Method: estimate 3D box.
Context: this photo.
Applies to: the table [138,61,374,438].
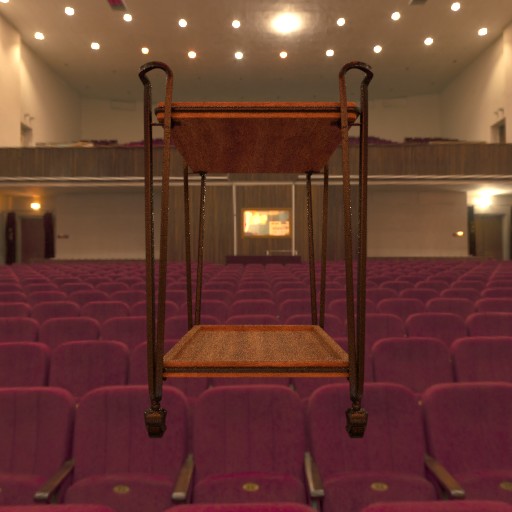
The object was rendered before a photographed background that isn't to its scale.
[{"bbox_3d":[0.000,0.000,1.233,0.505,0.785,0.672,0,-1,0],"label":"table"}]
